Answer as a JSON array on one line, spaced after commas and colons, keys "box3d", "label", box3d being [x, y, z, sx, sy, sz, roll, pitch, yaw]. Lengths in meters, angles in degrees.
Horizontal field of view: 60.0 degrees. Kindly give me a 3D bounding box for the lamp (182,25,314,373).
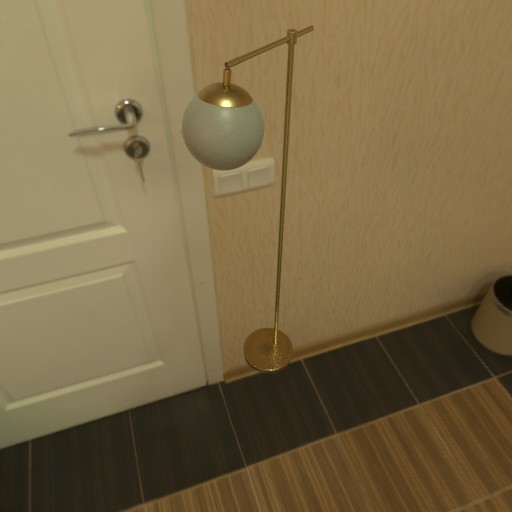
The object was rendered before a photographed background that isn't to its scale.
[{"box3d": [0.000, 0.000, 1.651, 0.249, 1.505, 0.476, 33, 54, 28], "label": "lamp"}]
